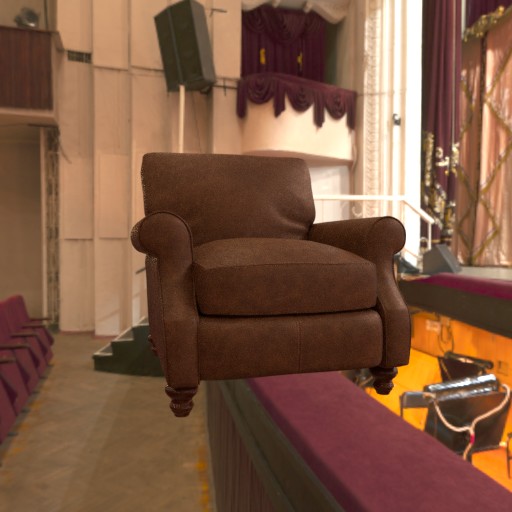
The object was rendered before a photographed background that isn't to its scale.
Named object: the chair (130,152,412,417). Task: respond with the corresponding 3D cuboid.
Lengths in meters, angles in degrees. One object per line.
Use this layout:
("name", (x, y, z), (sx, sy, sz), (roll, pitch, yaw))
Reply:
("chair", (0.000, 0.000, 1.844), (0.996, 0.976, 1.002), (0, 1, -17))
